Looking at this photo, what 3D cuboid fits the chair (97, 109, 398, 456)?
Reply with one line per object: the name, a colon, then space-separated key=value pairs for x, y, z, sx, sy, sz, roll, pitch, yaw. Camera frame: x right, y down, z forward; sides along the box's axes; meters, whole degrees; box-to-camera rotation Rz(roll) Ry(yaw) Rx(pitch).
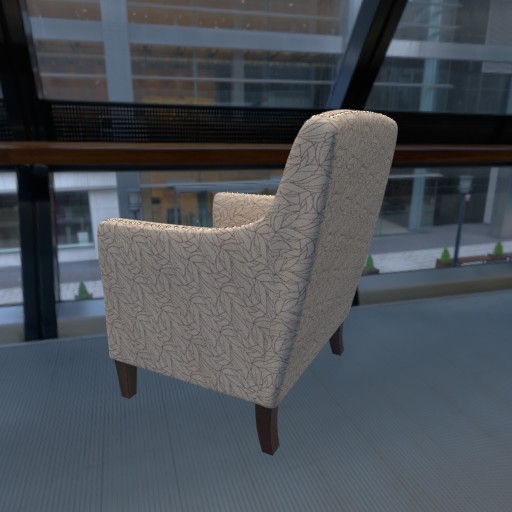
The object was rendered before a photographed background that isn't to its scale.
chair: x=0.000 y=0.000 z=1.322 sx=0.651 sy=0.816 sz=0.623 roll=8 pitch=18 yaw=26
